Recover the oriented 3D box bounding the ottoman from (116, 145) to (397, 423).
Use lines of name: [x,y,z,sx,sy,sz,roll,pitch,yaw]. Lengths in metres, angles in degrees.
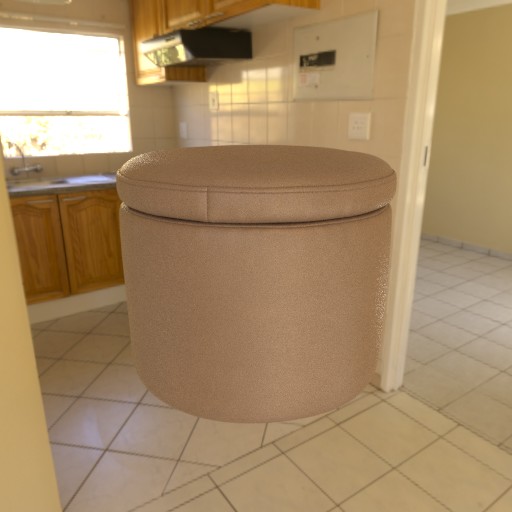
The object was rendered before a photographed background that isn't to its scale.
ottoman: [0.000,0.000,0.867,0.500,0.409,0.500,0,18,0]
